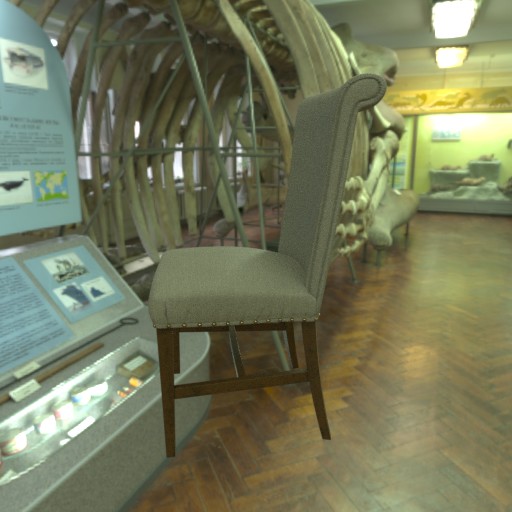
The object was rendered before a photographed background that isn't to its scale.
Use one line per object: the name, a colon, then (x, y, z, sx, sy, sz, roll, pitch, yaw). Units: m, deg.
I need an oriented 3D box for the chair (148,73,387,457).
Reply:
chair: (0.000, 0.000, 1.356, 0.608, 0.988, 0.513, -2, 14, -8)
